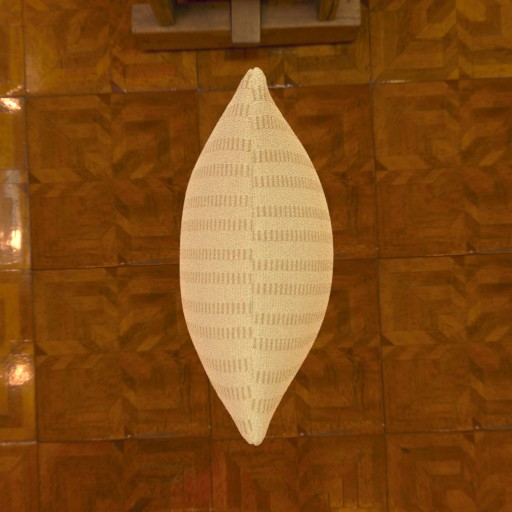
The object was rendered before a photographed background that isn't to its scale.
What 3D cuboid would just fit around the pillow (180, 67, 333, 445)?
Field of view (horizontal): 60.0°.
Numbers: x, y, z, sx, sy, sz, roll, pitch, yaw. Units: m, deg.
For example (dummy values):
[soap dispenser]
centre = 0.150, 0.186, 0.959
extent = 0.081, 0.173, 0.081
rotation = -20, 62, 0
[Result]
[pillow]
centre = 0.000, 0.000, 0.708
extent = 0.247, 0.419, 0.438
rotation = 0, 90, 1
